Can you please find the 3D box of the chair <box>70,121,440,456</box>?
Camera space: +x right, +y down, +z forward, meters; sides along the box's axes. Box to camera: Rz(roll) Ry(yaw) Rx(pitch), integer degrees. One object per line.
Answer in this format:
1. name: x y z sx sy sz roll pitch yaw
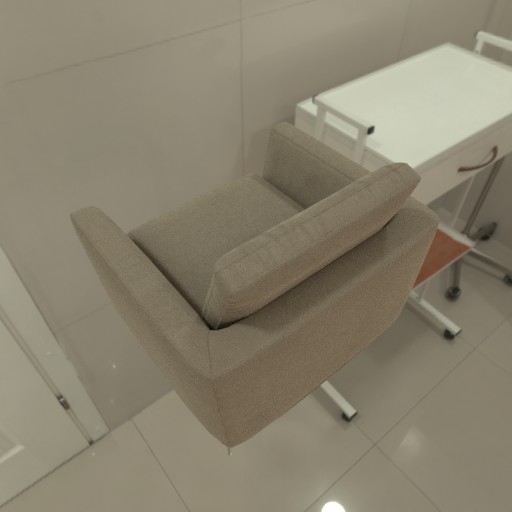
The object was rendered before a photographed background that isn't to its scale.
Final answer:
1. chair: 0.000 0.000 1.694 1.041 0.864 0.889 -30 53 -26
